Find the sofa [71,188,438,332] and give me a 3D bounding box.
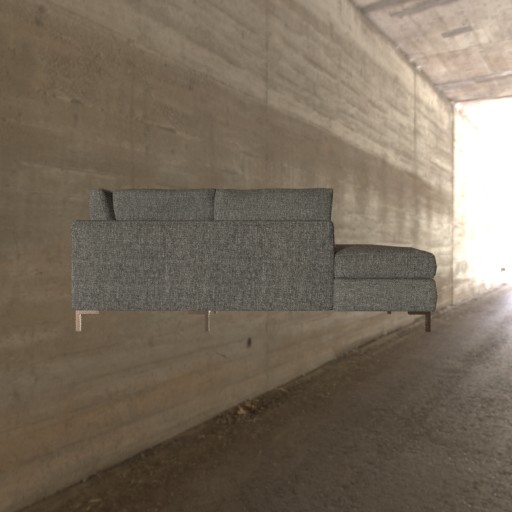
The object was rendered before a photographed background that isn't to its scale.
[{"bbox_3d":[0.000,0.000,3.588,1.879,0.756,2.737,0,0,1],"label":"sofa"}]
